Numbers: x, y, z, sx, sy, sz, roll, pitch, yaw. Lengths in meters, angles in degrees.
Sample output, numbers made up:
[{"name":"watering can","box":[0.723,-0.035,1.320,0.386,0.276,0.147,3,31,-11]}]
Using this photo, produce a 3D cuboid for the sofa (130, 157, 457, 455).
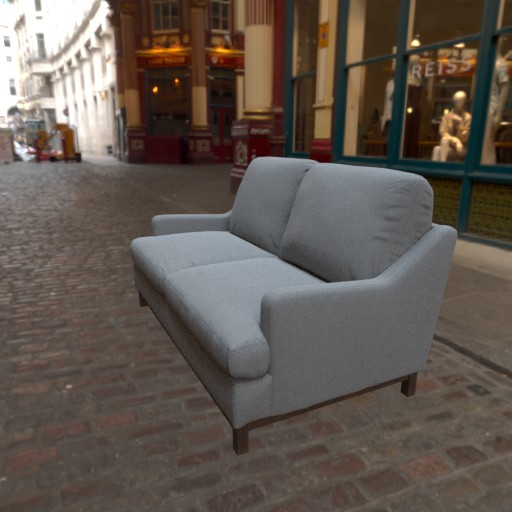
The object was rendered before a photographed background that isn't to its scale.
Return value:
[{"name":"sofa","box":[0.000,0.000,2.230,0.987,0.921,1.589,-8,18,-25]}]
